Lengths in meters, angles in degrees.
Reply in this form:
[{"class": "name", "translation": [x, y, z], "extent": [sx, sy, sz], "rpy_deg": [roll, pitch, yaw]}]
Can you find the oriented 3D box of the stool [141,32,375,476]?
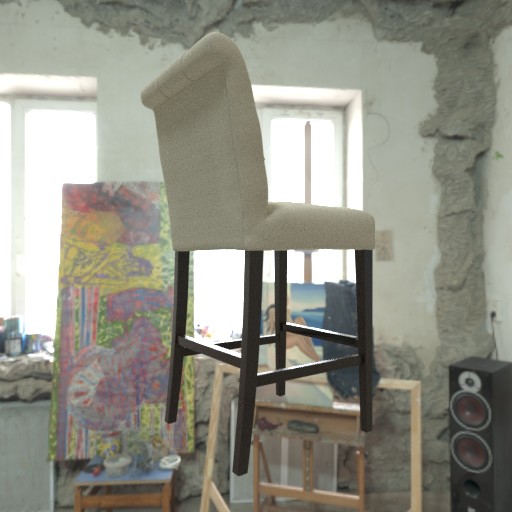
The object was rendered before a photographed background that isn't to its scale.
[{"class": "stool", "translation": [0.000, 0.000, 1.424], "extent": [0.610, 1.118, 0.482], "rpy_deg": [0, 0, -35]}]
